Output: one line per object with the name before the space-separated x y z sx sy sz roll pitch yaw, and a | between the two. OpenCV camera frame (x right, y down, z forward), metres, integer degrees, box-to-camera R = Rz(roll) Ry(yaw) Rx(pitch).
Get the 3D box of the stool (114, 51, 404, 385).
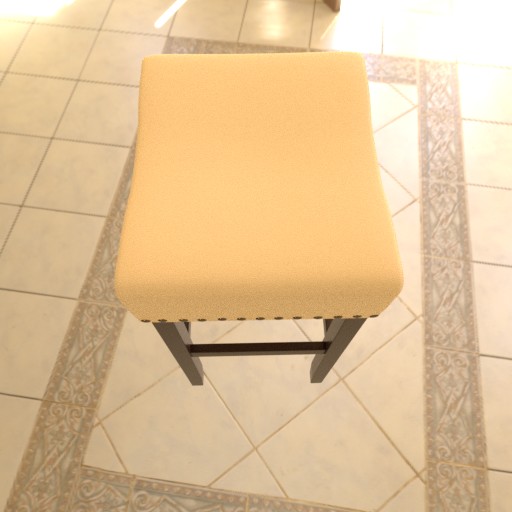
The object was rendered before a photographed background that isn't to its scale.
stool | 0.000 0.000 1.029 0.401 0.762 0.471 -1 64 -1
